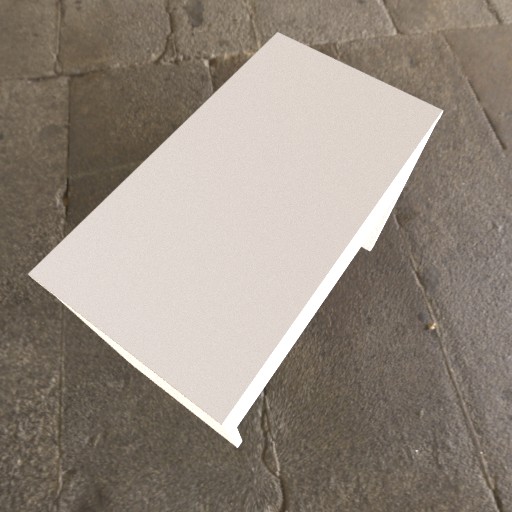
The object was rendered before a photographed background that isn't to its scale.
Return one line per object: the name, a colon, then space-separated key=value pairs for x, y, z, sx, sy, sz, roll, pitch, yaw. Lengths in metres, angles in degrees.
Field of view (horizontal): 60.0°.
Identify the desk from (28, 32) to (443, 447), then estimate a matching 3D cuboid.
desk: x=0.000 y=0.000 z=1.326 sx=0.498 sy=0.729 sz=0.900 roll=33 pitch=68 yaw=15
